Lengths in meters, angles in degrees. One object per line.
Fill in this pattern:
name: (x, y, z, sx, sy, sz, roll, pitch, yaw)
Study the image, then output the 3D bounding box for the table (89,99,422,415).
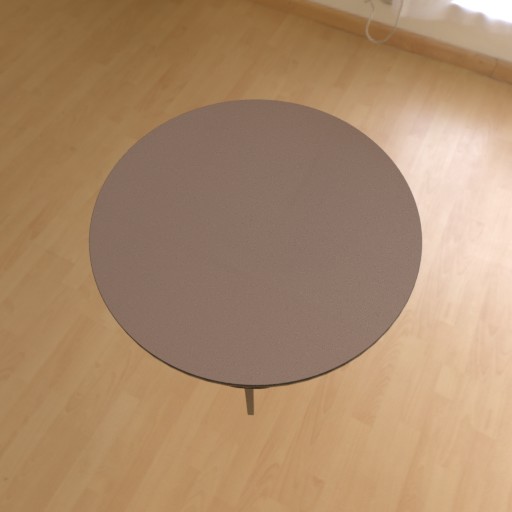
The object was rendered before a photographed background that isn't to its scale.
table: (0.000, 0.000, 1.253, 0.800, 0.400, 0.800, 0, 62, 0)
